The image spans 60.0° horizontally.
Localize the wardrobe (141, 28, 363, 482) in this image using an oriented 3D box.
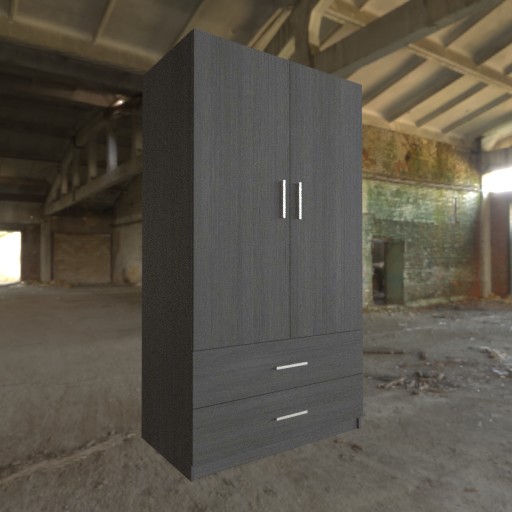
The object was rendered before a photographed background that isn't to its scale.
[{"bbox_3d":[0.000,0.000,2.264,0.991,1.808,0.577,1,-1,-35],"label":"wardrobe"}]
